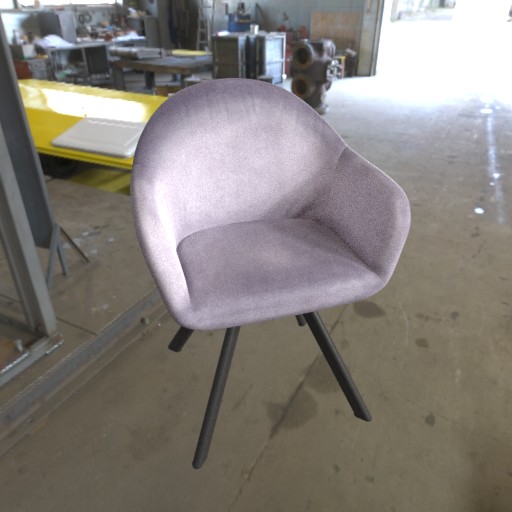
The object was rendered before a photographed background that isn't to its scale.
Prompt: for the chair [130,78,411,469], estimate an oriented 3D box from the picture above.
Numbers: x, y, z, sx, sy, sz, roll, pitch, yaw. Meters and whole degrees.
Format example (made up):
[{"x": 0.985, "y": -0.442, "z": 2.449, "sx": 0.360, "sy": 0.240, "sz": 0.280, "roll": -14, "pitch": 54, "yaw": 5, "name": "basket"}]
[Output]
[{"x": 0.000, "y": 0.000, "z": 1.126, "sx": 0.570, "sy": 0.780, "sz": 0.540, "roll": -9, "pitch": 31, "yaw": -15, "name": "chair"}]
